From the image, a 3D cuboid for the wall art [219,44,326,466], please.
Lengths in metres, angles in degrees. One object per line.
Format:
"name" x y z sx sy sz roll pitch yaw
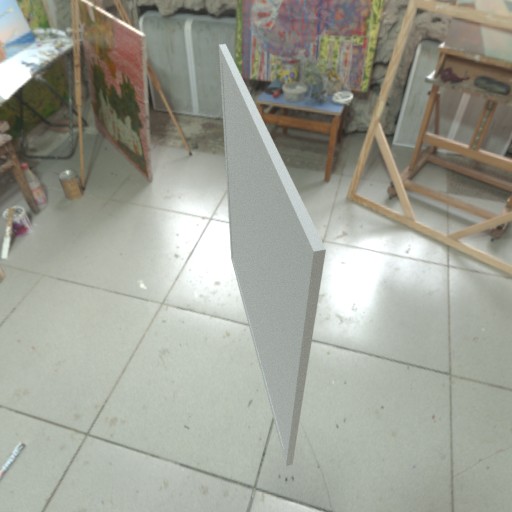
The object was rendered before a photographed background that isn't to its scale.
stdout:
"wall art" 0.000 0.000 0.971 0.015 0.660 0.660 -9 46 -9
